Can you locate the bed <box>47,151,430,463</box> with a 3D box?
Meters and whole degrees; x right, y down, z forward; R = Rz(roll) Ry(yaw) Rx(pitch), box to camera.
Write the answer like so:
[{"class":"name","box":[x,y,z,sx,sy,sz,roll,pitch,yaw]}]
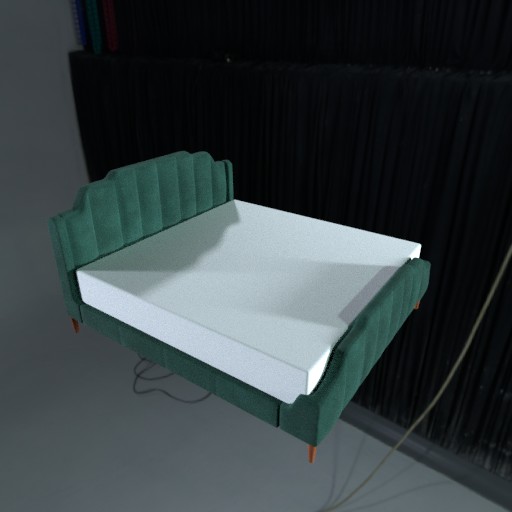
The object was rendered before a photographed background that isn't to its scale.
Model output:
[{"class":"bed","box":[0.000,0.000,3.597,2.340,1.245,2.074,17,31,31]}]
